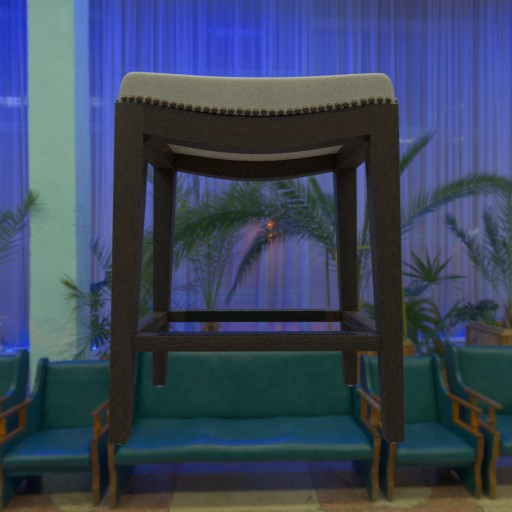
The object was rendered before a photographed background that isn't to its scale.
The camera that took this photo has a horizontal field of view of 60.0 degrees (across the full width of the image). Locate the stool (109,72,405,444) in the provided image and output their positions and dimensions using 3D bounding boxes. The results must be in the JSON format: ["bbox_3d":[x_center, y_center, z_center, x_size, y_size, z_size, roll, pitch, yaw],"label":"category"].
[{"bbox_3d":[0.000,0.000,0.926,0.500,0.642,0.361,0,0,-1],"label":"stool"}]
